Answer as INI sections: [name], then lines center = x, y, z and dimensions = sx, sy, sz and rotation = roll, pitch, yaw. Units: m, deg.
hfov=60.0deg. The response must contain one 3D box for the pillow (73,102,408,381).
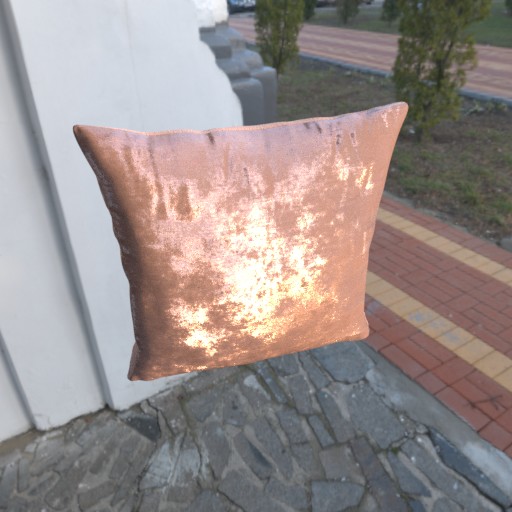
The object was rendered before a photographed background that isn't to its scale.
[pillow]
center = 0.000, 0.000, 0.718
dimensions = 0.470, 0.464, 0.175
rotation = -9, 33, -14
